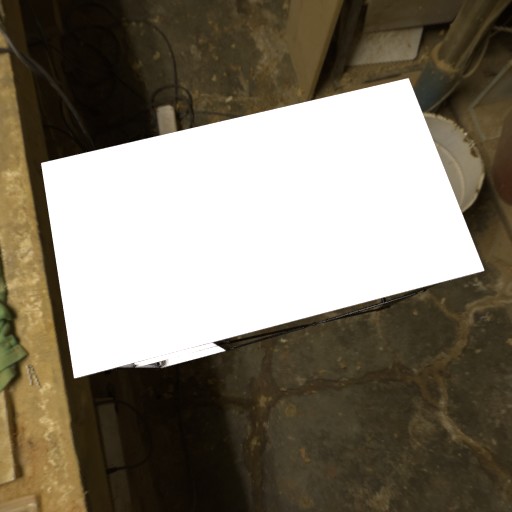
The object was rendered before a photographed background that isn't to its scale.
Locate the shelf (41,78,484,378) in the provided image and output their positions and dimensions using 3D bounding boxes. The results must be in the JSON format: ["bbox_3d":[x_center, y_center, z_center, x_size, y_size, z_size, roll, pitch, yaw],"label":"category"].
[{"bbox_3d":[0.000,0.000,1.362,0.902,0.750,0.498,-14,76,-4],"label":"shelf"}]
